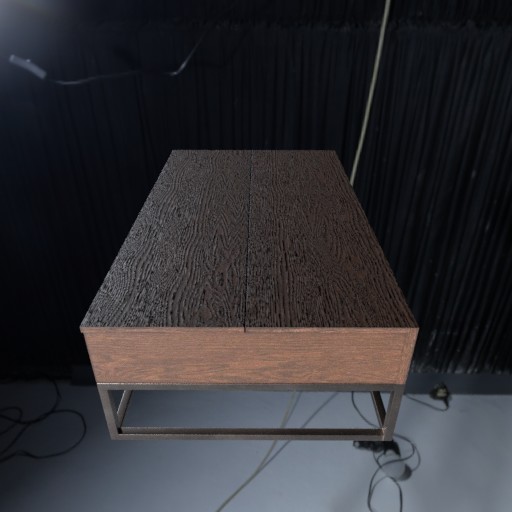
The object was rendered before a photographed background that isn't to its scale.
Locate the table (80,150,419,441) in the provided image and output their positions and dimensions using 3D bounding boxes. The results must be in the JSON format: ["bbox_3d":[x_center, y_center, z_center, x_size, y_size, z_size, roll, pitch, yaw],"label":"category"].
[{"bbox_3d":[0.000,0.000,1.501,0.719,0.361,1.167,0,31,0],"label":"table"}]
